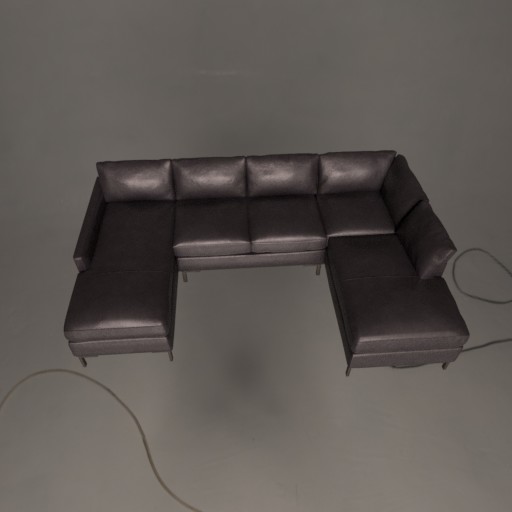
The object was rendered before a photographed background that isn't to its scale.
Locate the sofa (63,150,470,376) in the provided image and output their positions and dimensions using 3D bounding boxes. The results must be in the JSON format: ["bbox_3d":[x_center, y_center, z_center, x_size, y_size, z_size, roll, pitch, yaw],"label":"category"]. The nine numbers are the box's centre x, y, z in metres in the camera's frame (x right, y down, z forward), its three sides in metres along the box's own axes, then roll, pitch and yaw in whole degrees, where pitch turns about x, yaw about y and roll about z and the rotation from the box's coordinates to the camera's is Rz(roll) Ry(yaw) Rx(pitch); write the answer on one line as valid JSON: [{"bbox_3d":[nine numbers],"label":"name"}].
[{"bbox_3d":[0.000,0.000,3.786,2.956,0.900,1.939,-3,46,-3],"label":"sofa"}]
